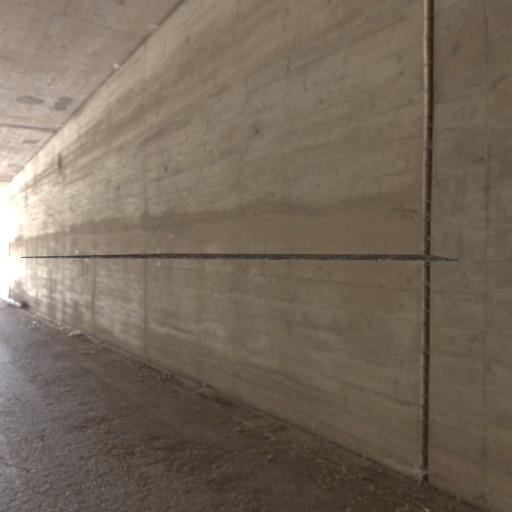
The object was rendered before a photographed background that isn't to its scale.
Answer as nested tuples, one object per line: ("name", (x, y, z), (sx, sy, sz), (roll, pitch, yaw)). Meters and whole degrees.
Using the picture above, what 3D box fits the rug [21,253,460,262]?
("rug", (0.000, 0.000, 4.224), (3.291, 0.013, 2.337), (0, 1, 18))
